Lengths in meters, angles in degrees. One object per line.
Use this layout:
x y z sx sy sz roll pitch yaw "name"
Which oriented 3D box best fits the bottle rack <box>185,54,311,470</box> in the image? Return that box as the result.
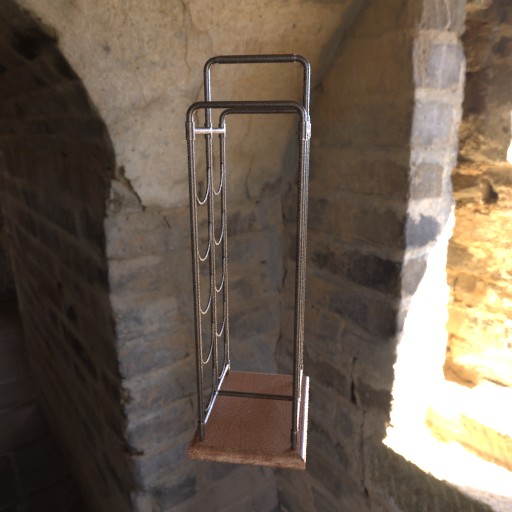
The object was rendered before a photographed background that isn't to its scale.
0.000 0.000 0.813 0.208 0.680 0.276 2 16 8 "bottle rack"
